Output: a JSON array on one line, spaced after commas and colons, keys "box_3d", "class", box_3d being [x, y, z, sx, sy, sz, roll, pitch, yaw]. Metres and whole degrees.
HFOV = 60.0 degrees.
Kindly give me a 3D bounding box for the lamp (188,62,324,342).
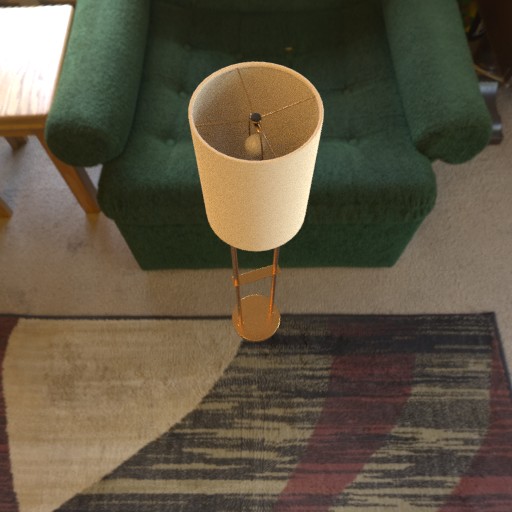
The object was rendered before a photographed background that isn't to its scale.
[{"box_3d": [0.000, 0.000, 1.673, 0.306, 1.500, 0.305, -16, 65, -8], "class": "lamp"}]
